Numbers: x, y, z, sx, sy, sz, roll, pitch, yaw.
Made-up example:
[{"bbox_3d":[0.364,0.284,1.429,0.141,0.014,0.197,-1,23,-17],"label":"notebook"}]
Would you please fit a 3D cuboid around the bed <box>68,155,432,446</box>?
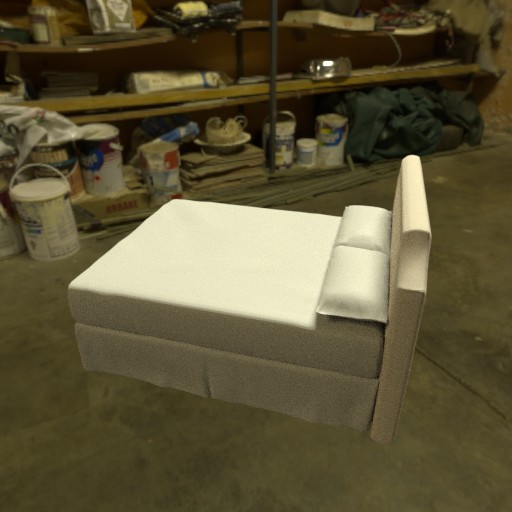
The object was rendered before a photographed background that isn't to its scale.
[{"bbox_3d":[0.000,0.000,3.268,2.164,1.297,1.828,8,29,14],"label":"bed"}]
